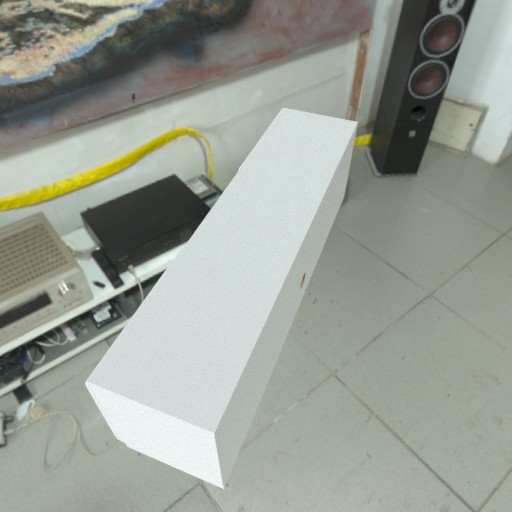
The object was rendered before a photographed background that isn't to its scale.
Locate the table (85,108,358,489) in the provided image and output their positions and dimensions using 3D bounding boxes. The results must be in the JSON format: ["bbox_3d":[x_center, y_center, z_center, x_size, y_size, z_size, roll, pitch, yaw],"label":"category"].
[{"bbox_3d":[0.000,0.000,1.762,0.400,0.440,1.550,16,48,15],"label":"table"}]
